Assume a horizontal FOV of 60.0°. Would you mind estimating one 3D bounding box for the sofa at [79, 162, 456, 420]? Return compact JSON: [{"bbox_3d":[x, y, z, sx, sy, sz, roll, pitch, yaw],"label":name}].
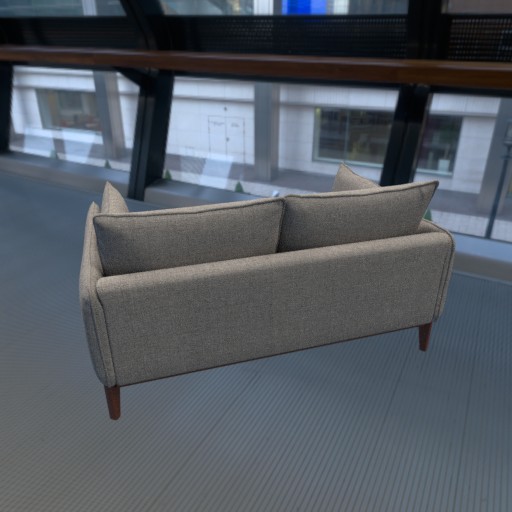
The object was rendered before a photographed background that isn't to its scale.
[{"bbox_3d":[0.000,0.000,2.167,1.580,0.851,0.972,-8,27,-16],"label":"sofa"}]
